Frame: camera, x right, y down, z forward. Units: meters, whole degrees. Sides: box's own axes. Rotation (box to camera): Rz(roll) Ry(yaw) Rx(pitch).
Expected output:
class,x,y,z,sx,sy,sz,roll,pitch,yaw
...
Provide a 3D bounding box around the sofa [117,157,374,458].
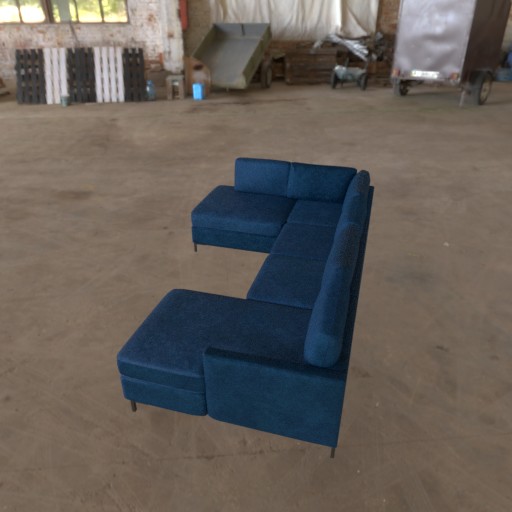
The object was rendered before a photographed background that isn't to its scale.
class,x,y,z,sx,sy,sz,roll,pitch,yaw
sofa,0.000,0.000,4.363,2.055,0.992,3.434,8,30,14
